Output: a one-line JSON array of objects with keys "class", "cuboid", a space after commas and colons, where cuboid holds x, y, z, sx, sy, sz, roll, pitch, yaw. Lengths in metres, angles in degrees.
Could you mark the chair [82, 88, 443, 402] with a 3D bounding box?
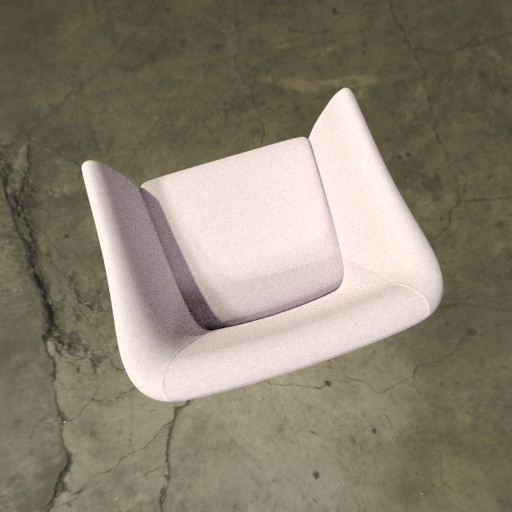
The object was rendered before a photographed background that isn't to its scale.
[{"class": "chair", "cuboid": [0.000, 0.000, 1.358, 0.790, 0.720, 0.700, -17, 76, -4]}]
